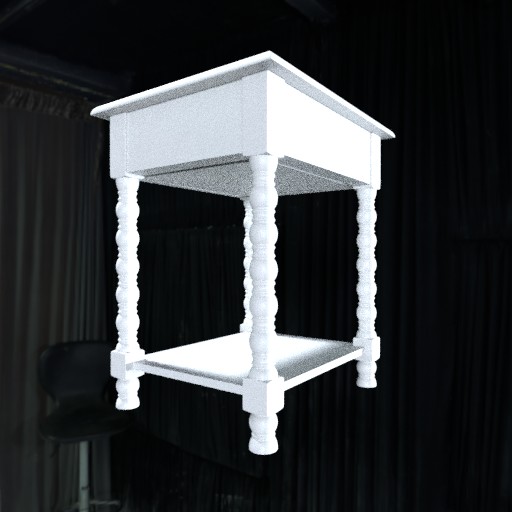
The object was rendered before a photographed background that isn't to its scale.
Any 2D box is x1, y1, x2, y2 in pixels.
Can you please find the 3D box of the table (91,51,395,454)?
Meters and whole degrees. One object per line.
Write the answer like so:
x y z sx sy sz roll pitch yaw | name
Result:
0.000 0.000 0.848 0.381 0.531 0.460 0 0 36 | table
